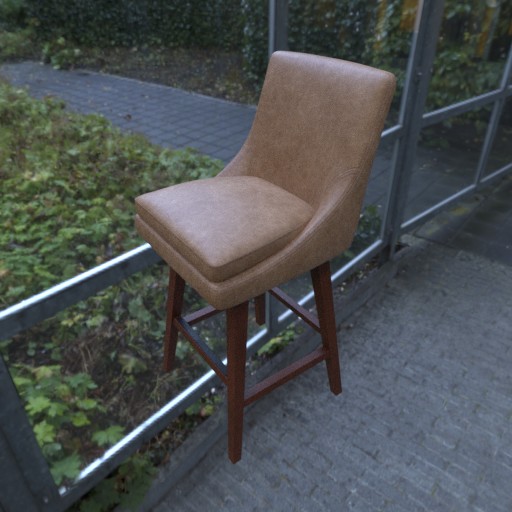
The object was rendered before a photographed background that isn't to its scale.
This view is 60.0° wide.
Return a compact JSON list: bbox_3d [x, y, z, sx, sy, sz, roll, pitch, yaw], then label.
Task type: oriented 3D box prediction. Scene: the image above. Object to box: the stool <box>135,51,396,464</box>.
[{"bbox_3d":[0.000,0.000,1.369,0.572,1.079,0.487,-22,39,-30],"label":"stool"}]
